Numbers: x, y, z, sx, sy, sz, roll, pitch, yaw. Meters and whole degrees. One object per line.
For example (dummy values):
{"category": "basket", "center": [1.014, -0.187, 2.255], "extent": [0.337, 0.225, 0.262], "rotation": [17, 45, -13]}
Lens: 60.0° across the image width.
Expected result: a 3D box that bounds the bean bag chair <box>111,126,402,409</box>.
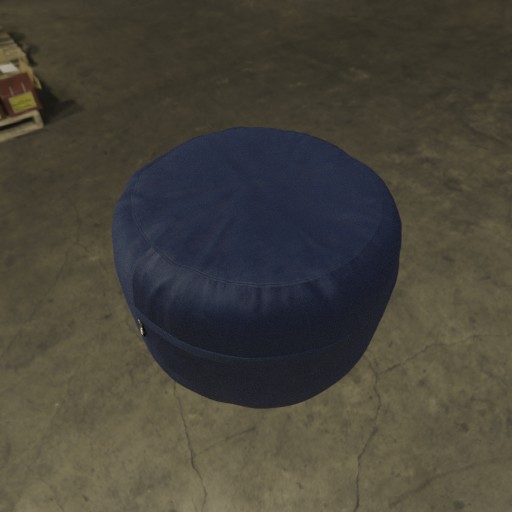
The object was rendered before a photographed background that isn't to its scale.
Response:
{"category": "bean bag chair", "center": [0.000, 0.000, 2.018], "extent": [1.219, 0.762, 1.219], "rotation": [0, 46, 0]}
